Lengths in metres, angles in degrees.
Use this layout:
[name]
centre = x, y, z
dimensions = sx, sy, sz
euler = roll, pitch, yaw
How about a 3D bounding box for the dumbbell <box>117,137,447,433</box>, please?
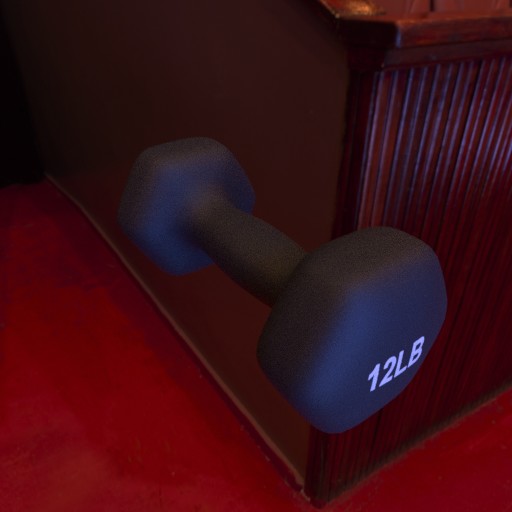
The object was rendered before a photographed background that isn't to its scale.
[dumbbell]
centre = 0.000, 0.000, 0.288
dimensions = 0.112, 0.101, 0.231
euler = -21, 38, -29
